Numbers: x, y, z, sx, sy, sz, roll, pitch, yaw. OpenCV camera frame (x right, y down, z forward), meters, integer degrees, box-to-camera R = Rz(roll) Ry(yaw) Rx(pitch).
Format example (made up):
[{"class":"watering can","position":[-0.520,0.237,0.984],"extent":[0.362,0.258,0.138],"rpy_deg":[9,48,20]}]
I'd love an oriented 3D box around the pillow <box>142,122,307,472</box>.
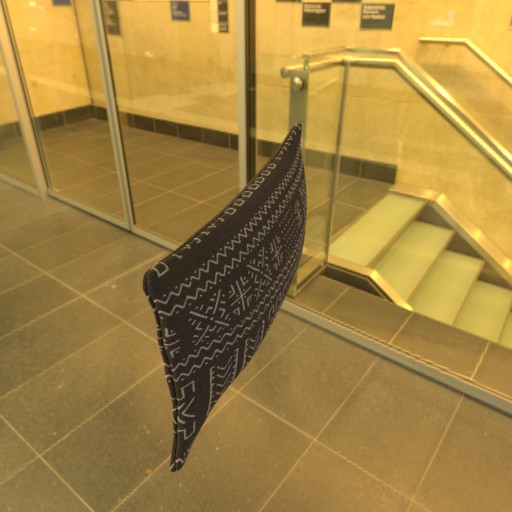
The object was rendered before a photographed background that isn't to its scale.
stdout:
[{"class":"pillow","position":[0.000,0.000,0.792],"extent":[0.135,0.322,0.667],"rpy_deg":[10,32,16]}]
